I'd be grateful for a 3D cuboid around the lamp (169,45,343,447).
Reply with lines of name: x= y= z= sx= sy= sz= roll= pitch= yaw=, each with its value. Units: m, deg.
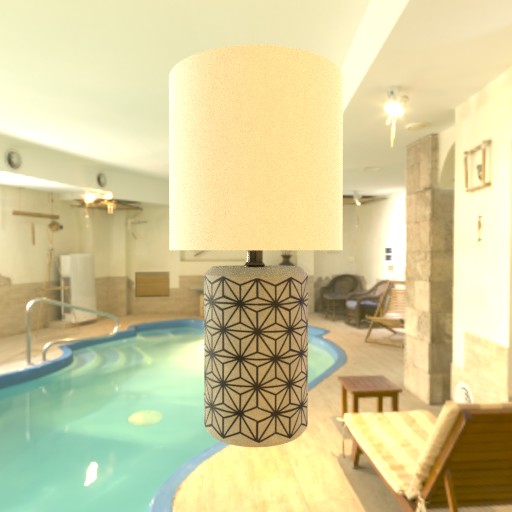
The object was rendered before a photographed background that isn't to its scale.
lamp: x=0.000 y=0.000 z=0.539 sx=0.206 sy=0.416 sz=0.206 roll=0 pitch=1 yaw=-1
